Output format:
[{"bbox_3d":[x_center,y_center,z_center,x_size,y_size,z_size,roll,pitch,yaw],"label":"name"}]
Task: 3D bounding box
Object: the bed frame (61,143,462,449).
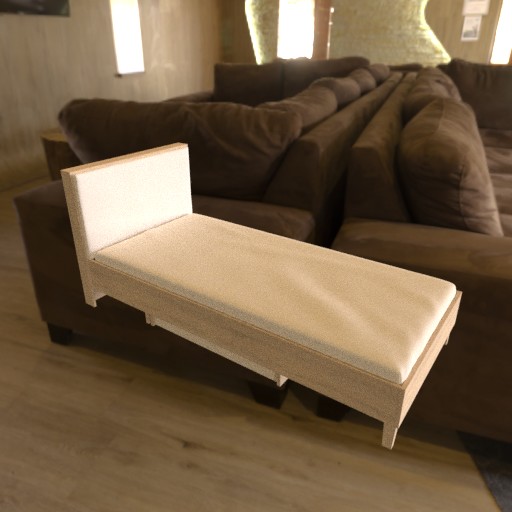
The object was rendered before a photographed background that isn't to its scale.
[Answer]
[{"bbox_3d":[0.000,0.000,2.631,2.140,0.920,0.990,17,30,31],"label":"bed frame"}]
